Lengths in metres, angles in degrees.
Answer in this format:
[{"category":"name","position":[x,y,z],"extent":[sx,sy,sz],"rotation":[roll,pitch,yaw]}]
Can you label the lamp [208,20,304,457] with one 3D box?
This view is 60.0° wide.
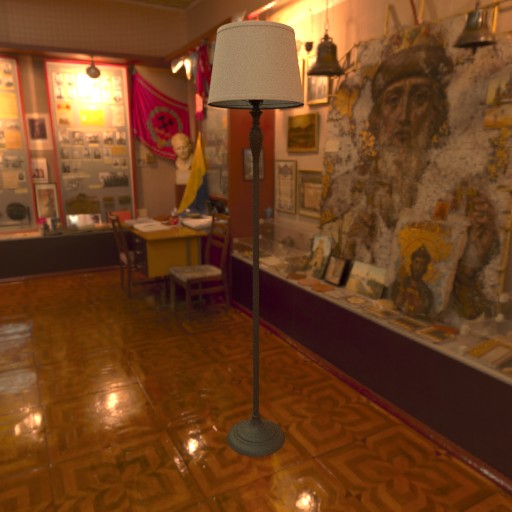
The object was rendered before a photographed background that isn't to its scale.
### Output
[{"category":"lamp","position":[0.000,0.000,1.620],"extent":[0.327,1.506,0.327],"rotation":[-6,15,-26]}]
